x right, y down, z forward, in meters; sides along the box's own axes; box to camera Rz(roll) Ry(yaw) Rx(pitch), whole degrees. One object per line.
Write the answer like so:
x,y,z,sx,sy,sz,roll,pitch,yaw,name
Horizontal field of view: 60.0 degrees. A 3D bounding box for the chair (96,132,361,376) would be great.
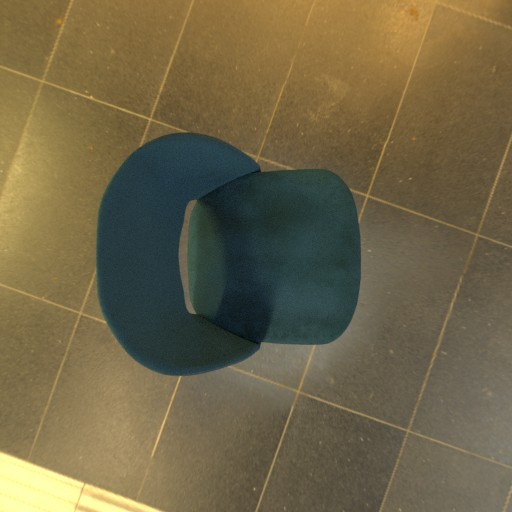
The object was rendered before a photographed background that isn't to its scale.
0.000,0.000,1.228,0.577,0.860,0.527,0,89,1,chair
